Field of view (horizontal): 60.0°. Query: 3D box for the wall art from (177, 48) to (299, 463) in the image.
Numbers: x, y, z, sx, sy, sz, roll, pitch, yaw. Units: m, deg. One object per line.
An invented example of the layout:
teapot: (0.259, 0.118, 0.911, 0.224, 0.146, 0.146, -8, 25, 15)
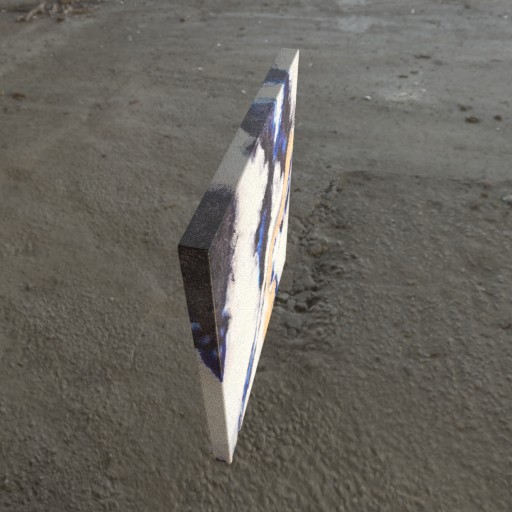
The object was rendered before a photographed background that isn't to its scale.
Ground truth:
wall art: (0.000, 0.000, 0.909, 0.039, 0.609, 0.609, 9, 46, 9)
